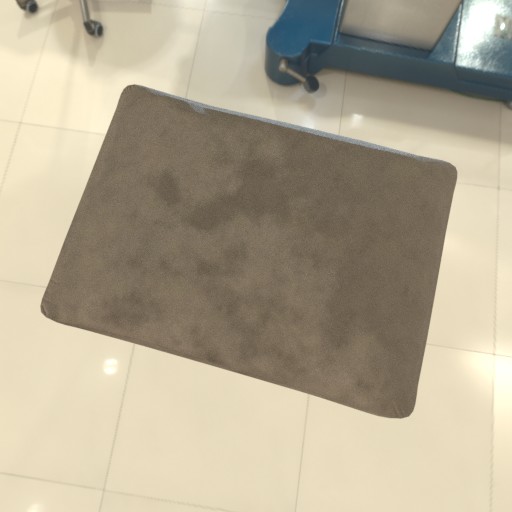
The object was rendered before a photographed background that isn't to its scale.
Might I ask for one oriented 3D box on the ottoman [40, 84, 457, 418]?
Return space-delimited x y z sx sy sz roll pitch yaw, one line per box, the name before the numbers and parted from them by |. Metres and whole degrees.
ottoman | 0.000 0.000 1.015 0.719 0.456 0.520 15 77 3
